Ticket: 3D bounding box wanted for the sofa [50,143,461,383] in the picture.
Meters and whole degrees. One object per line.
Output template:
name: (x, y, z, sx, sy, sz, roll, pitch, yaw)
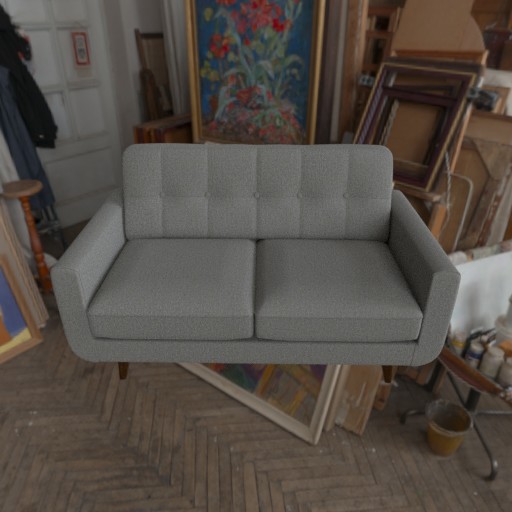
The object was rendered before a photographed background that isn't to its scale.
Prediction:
sofa: (0.000, 0.000, 2.227, 1.651, 0.925, 0.952, 0, 29, 1)
